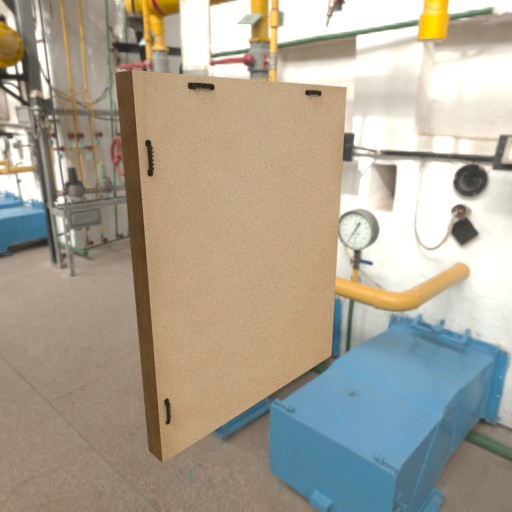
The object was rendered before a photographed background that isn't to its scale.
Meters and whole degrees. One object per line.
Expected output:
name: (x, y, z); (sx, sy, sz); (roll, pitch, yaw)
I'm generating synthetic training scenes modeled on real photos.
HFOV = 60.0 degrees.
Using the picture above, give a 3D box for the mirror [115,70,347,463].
mirror: (0.000, 0.000, 0.690); (0.041, 0.508, 0.405); (16, 24, 42)
